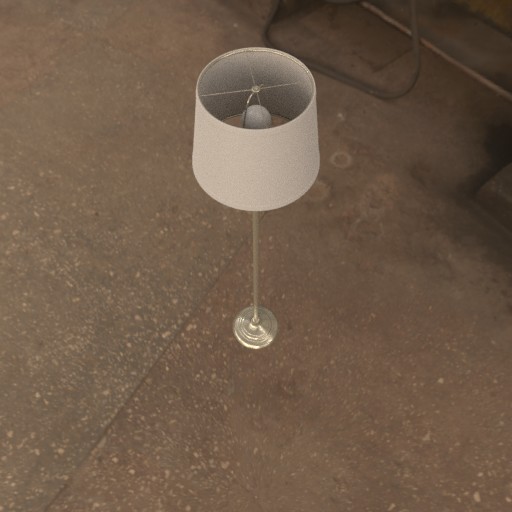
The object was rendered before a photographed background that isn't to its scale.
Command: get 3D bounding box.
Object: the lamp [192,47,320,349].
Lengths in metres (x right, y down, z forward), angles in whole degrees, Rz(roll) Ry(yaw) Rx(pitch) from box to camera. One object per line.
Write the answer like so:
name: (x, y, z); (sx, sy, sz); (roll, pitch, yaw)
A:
lamp: (0.000, 0.000, 1.600); (0.327, 1.506, 0.327); (31, 66, 16)
